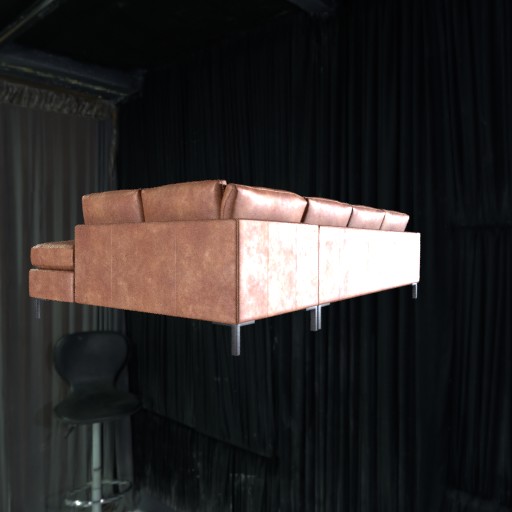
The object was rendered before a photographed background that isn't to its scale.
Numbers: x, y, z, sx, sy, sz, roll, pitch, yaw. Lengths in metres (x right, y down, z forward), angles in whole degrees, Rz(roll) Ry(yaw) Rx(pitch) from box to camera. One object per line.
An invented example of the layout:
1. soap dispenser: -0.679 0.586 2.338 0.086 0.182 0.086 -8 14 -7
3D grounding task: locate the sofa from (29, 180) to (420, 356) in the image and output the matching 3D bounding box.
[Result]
1. sofa: 0.000 0.000 3.849 1.938 0.877 2.984 1 2 36
